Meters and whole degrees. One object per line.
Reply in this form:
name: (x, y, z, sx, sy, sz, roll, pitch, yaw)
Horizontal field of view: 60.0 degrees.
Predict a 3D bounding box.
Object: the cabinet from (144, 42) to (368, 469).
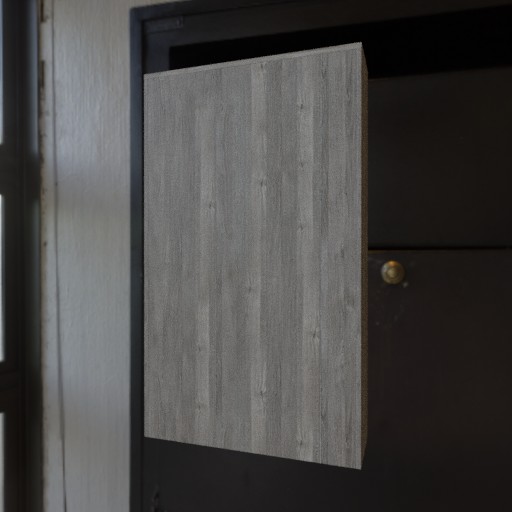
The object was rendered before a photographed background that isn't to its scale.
cabinet: (0.000, 0.000, 1.566, 0.750, 1.280, 0.250, 0, 0, 19)
